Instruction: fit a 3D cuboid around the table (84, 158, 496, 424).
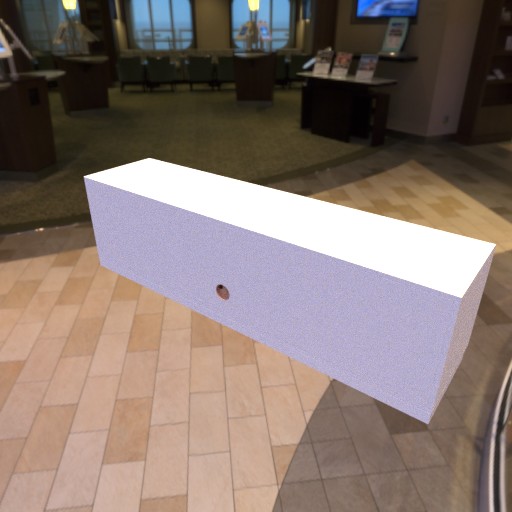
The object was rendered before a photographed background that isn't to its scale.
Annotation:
[{"bbox_3d":[0.000,0.000,1.725,1.550,0.440,0.400,20,34,32],"label":"table"}]
